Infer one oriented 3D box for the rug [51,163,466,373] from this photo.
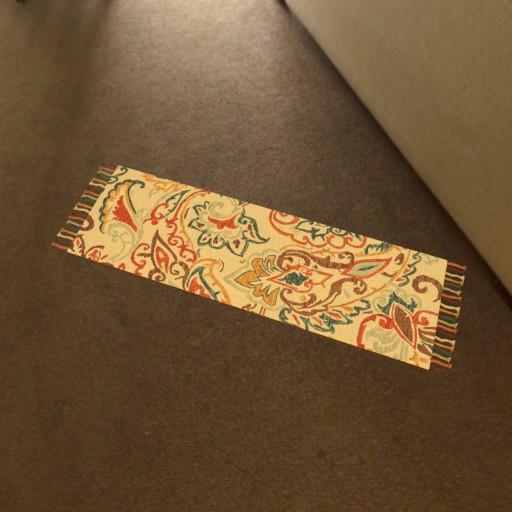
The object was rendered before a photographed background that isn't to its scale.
[{"bbox_3d":[0.000,0.000,2.974,2.682,0.015,0.763,17,65,8],"label":"rug"}]
